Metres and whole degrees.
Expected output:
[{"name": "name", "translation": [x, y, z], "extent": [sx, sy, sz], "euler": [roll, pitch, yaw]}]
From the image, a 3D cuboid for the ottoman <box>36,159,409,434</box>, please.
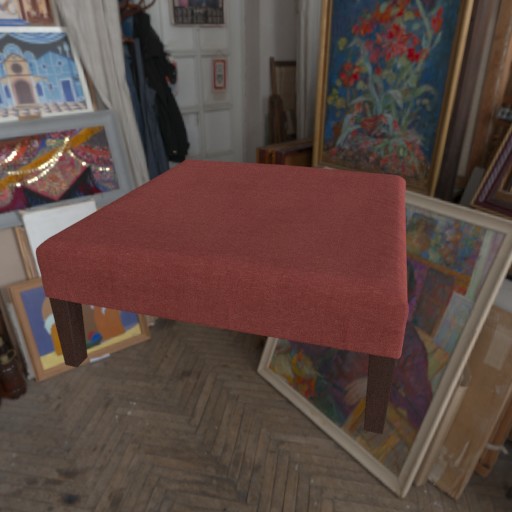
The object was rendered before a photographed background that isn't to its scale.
[{"name": "ottoman", "translation": [0.000, 0.000, 1.427], "extent": [0.890, 0.411, 0.889], "euler": [7, 27, 15]}]
